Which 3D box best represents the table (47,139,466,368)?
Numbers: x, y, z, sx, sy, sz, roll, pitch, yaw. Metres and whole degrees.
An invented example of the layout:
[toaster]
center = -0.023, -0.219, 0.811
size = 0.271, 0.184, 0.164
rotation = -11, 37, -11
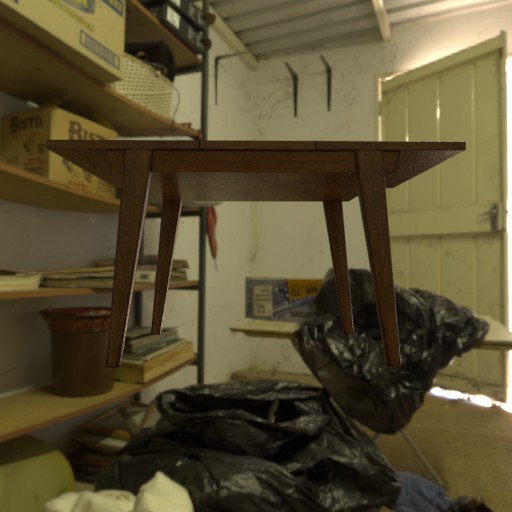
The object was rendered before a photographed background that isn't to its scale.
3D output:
[table]
center = 0.000, 0.000, 1.853
size = 1.400, 0.760, 0.757
rotation = 0, -1, -1
